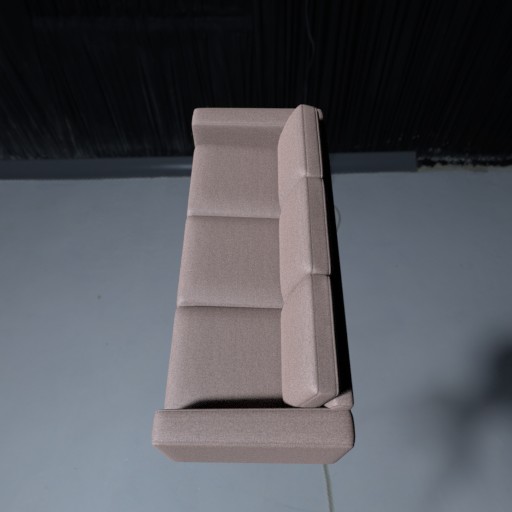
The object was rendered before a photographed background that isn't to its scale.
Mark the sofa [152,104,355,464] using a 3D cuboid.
[{"bbox_3d":[0.000,0.000,2.619,0.900,0.806,2.160,1,58,0],"label":"sofa"}]
